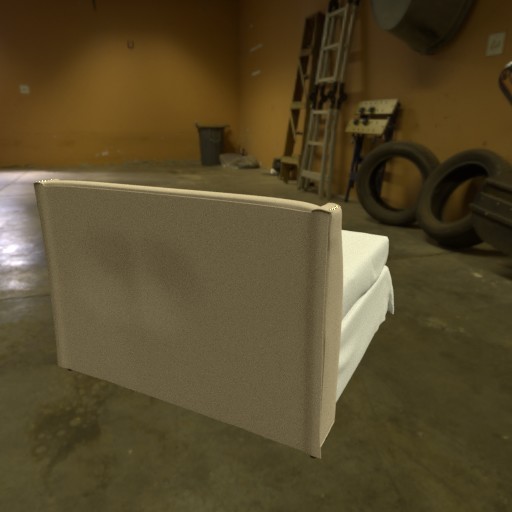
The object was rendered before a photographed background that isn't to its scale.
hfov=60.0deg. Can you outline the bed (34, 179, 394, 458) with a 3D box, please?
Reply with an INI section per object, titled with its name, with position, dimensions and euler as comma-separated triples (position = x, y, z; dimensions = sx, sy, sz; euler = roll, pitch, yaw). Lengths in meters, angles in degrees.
[bed]
position = 0.000, 0.000, 3.417
dimensions = 1.925, 1.332, 2.276
euler = 9, 19, 26
